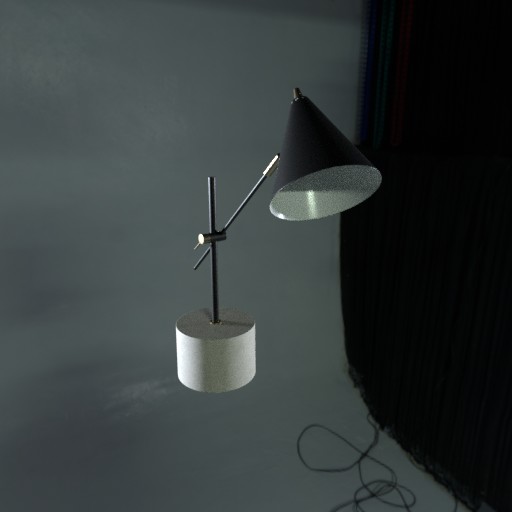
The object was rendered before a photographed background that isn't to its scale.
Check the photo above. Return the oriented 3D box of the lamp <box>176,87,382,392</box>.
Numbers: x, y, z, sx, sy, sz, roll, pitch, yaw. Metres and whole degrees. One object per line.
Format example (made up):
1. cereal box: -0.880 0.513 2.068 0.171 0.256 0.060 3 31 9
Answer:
1. lamp: 0.000 0.000 0.731 0.214 0.518 0.403 -8 18 -27
